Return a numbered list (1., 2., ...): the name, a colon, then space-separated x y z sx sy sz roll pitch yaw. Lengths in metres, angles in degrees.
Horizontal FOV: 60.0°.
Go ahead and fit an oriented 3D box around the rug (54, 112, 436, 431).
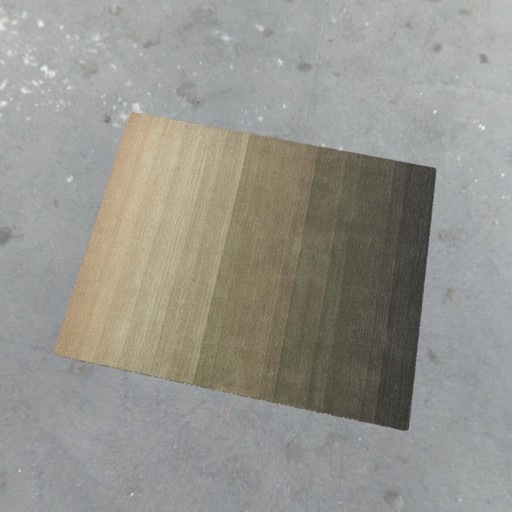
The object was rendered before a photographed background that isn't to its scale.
1. rug: 0.000 0.000 3.825 2.902 0.017 2.305 11 75 3
